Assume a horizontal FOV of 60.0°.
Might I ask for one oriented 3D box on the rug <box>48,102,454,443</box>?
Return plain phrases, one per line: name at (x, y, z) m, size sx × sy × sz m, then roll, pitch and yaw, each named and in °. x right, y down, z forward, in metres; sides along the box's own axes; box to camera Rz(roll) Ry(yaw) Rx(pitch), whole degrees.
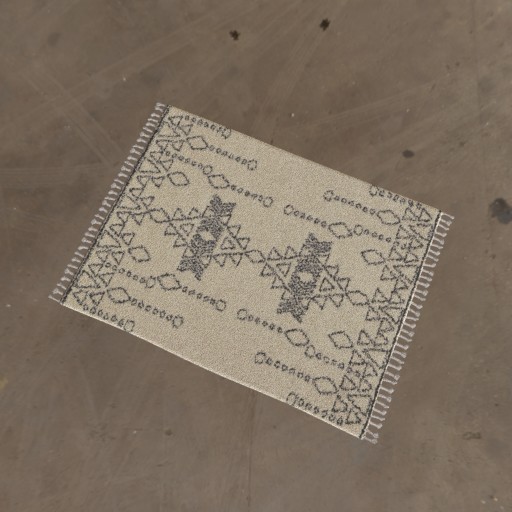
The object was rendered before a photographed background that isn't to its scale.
rug at (0.000, 0.000, 3.939) m, size 3.027 × 0.028 × 2.125 m, roll 23°, pitch 77°, yaw 6°
